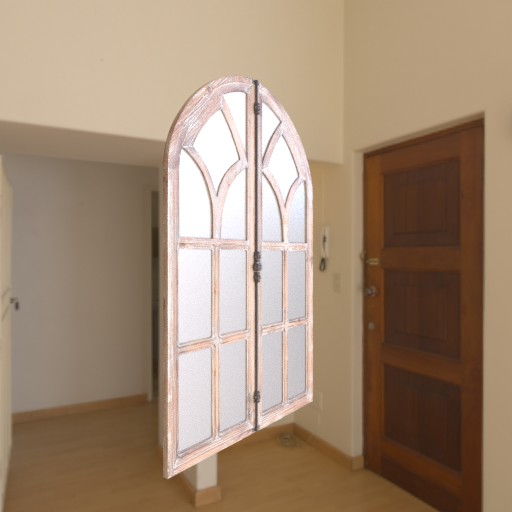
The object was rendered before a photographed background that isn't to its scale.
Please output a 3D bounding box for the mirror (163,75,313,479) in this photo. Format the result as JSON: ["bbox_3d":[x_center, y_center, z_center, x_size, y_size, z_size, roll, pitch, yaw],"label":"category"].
[{"bbox_3d":[0.000,0.000,1.154,0.032,0.915,0.609,0,0,36],"label":"mirror"}]
